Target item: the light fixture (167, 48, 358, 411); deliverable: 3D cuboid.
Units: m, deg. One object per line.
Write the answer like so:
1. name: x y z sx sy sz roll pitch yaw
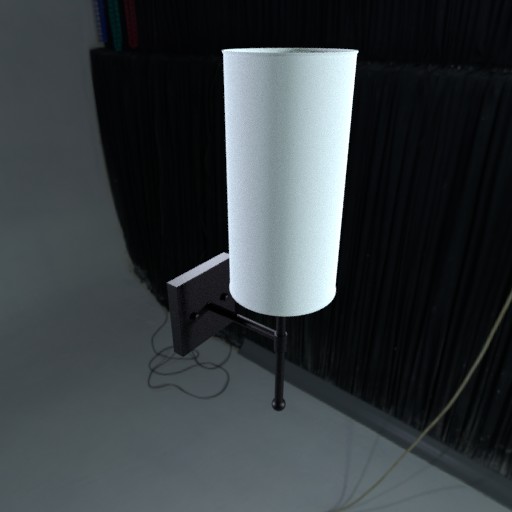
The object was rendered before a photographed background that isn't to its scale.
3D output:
1. light fixture: 0.000 0.000 0.546 0.208 0.462 0.128 19 32 33
